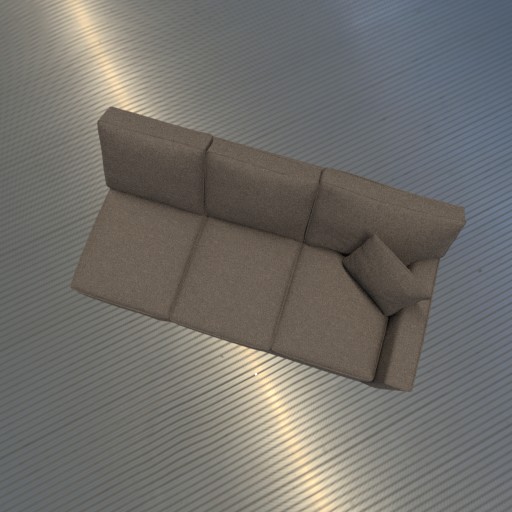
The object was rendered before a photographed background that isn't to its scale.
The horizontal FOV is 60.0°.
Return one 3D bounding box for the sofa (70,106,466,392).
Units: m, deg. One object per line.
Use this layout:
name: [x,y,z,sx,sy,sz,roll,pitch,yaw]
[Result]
sofa: [0.000,0.000,2.585,1.963,0.946,1.034,17,76,4]
